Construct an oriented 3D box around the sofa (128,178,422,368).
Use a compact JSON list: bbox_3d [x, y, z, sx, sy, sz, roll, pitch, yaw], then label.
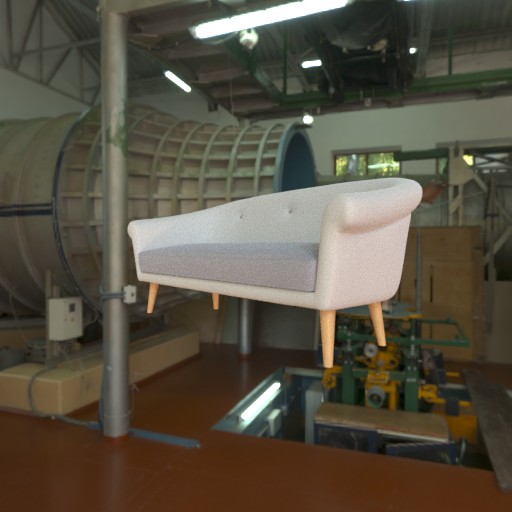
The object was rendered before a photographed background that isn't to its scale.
[{"bbox_3d":[0.000,0.000,2.613,0.827,0.795,2.160,-1,1,-36],"label":"sofa"}]
